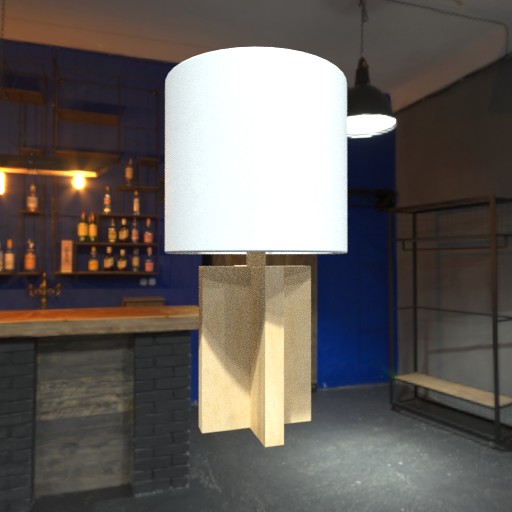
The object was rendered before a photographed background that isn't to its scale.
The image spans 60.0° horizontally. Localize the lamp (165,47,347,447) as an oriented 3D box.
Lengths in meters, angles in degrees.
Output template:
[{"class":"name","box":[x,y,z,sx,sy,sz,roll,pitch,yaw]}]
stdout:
[{"class":"lamp","box":[0.000,0.000,0.566,0.229,0.428,0.229,0,-1,-17]}]
